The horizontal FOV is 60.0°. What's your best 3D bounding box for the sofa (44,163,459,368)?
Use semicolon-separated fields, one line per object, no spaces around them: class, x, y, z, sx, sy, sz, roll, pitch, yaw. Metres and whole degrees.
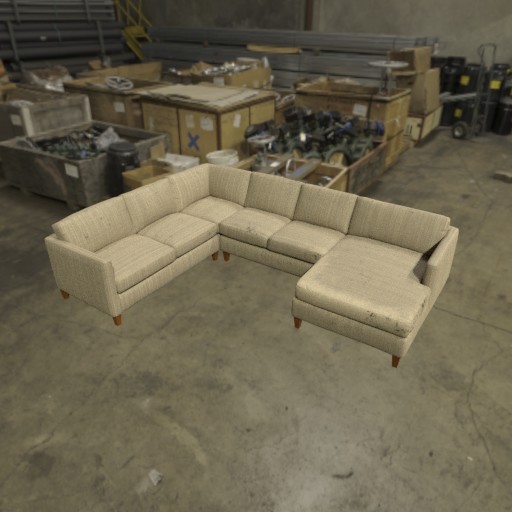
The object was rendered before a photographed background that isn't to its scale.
sofa;0.000;0.000;4.655;3.460;0.961;2.594;18;34;29
